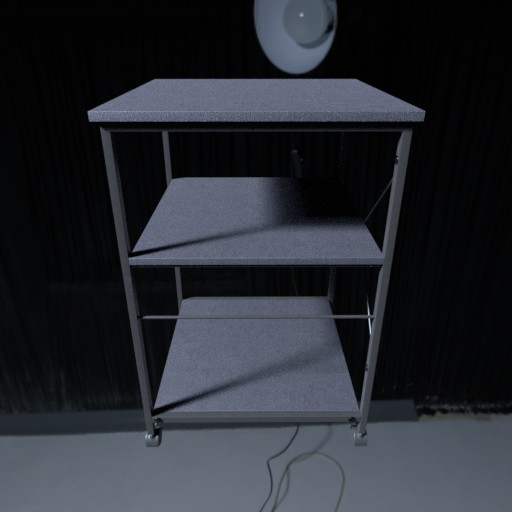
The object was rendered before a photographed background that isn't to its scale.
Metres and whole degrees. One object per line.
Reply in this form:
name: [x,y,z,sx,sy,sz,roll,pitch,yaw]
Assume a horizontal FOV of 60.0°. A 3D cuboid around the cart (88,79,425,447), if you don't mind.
cart: [0.000,0.000,1.085,0.520,0.762,0.521,0,27,0]
